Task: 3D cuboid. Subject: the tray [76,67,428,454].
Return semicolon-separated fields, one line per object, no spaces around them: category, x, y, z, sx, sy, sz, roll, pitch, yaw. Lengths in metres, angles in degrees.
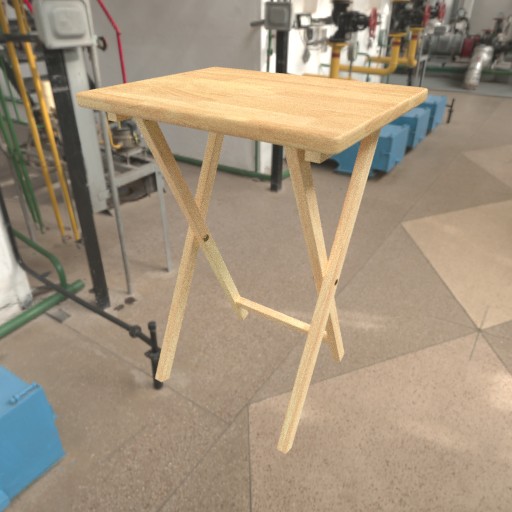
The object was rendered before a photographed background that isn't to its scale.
tray;0.000;0.000;0.929;0.483;0.660;0.381;19;35;29
